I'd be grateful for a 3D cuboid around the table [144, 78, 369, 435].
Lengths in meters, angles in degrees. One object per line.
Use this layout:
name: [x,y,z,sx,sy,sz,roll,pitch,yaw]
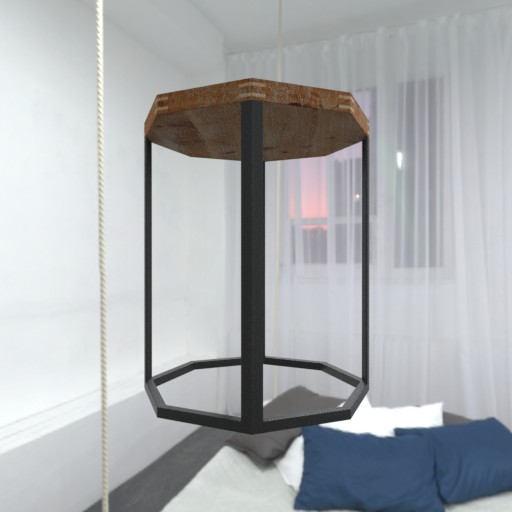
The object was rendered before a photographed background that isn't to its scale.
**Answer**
table: [0.000,0.000,0.902,0.458,0.543,0.458,0,0,2]
